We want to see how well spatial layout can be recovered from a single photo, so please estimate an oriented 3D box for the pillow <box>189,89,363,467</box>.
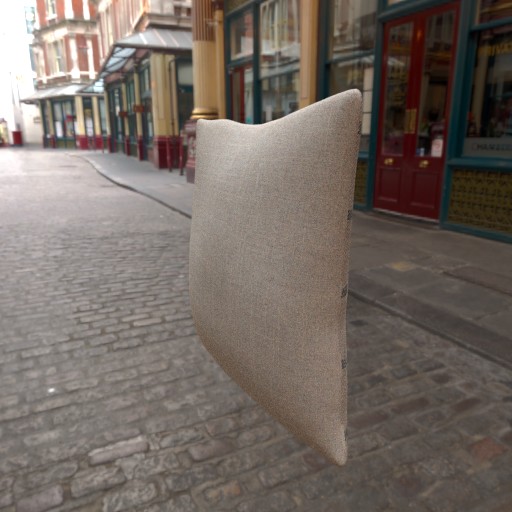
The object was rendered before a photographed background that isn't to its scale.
[{"bbox_3d":[0.000,0.000,0.857,0.192,0.558,0.578,-8,16,-27],"label":"pillow"}]
